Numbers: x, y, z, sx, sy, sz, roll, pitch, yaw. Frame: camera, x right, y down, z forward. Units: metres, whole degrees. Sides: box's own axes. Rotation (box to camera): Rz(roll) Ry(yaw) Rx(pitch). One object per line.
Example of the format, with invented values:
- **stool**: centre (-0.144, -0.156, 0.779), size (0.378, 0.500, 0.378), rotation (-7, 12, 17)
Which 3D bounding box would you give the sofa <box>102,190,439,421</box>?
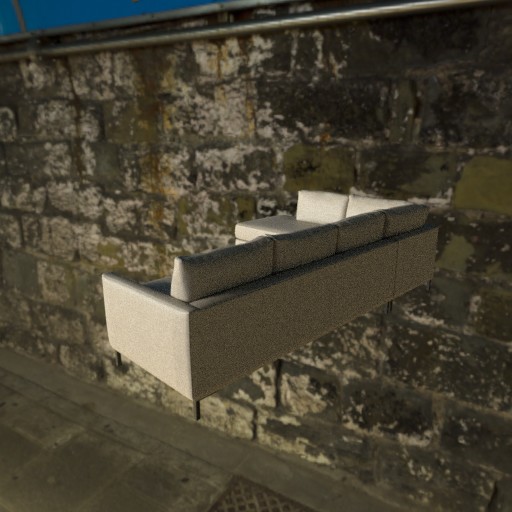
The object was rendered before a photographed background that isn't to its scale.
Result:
- **sofa**: centre (0.000, 0.000, 3.153), size (1.617, 0.703, 2.423), rotation (15, 21, 43)
